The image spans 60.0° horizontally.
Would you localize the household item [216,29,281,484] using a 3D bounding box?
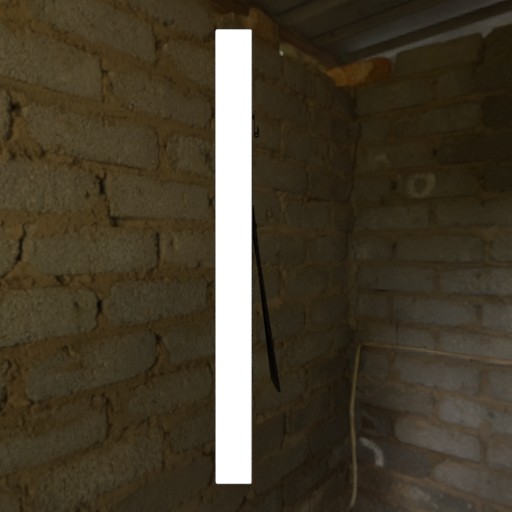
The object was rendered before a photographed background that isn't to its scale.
[{"bbox_3d":[0.000,0.000,0.343,0.045,0.250,0.200,0,1,0],"label":"household item"}]
